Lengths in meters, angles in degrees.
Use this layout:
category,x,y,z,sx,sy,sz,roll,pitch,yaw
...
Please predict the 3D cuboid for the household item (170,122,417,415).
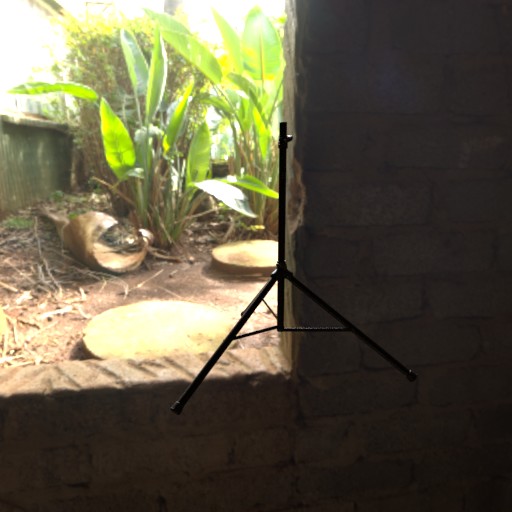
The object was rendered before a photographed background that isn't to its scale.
category,x,y,z,sx,sy,sz,roll,pitch,yaw
household item,0.000,0.000,2.729,1.339,1.595,1.596,-13,19,-43
